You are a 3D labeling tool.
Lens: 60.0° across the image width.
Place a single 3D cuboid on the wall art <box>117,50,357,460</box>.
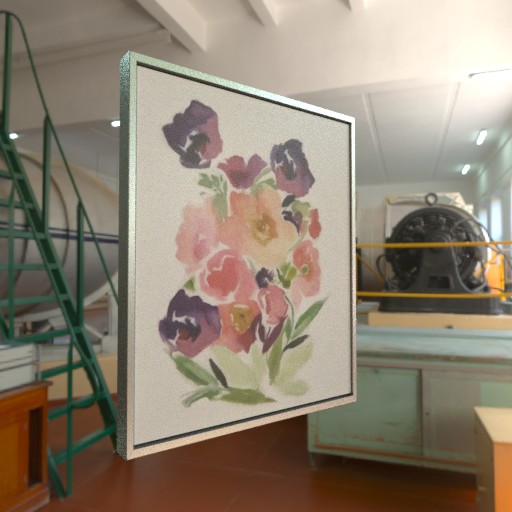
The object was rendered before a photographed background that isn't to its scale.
[{"bbox_3d":[0.000,0.000,0.741,0.452,0.549,0.038,1,-2,-36],"label":"wall art"}]
